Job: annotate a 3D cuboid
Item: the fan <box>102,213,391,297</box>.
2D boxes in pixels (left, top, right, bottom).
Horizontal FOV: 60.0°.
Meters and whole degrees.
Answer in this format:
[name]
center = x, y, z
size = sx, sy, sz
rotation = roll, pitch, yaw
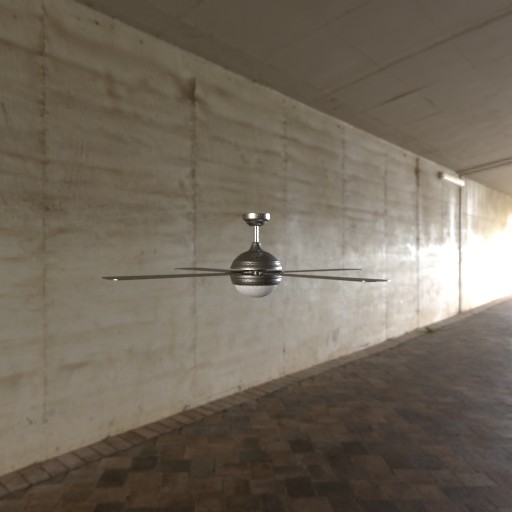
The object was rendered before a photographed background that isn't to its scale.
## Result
[fan]
center = 0.000, 0.000, 2.031
size = 1.321, 0.381, 1.321
rotation = 0, 1, -17
